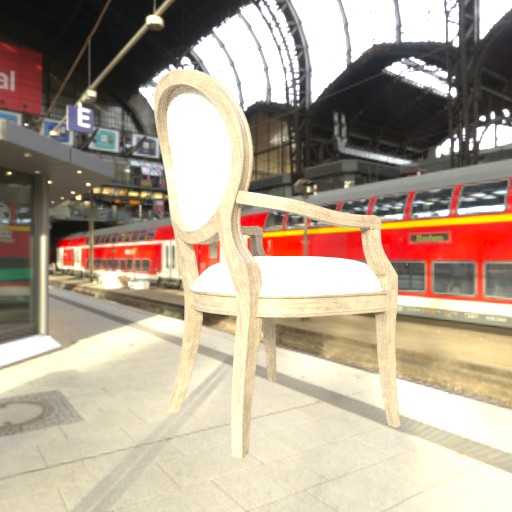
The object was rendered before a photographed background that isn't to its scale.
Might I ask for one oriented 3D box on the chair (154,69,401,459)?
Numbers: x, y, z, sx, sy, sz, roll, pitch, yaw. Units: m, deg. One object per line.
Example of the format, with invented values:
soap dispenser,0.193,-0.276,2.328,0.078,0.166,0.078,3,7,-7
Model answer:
chair,0.000,0.000,1.360,0.602,0.991,0.611,0,0,-36
